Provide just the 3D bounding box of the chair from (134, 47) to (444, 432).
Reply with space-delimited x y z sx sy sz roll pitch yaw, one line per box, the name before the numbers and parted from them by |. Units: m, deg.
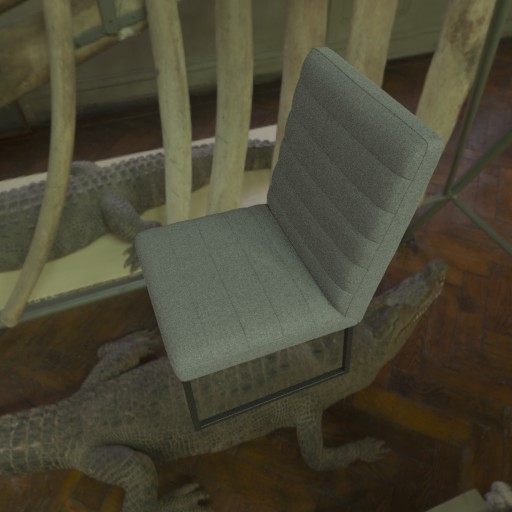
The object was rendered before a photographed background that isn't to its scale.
chair | 0.000 0.000 1.281 0.634 0.930 0.520 -16 49 -15
